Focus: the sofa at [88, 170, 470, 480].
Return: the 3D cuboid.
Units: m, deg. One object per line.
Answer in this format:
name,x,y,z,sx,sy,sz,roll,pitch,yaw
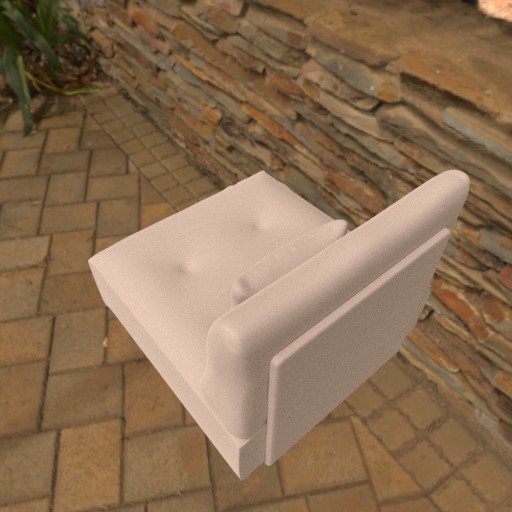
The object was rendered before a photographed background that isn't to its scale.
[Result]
sofa,0.000,0.000,1.632,0.935,0.828,1.000,-31,54,-26
